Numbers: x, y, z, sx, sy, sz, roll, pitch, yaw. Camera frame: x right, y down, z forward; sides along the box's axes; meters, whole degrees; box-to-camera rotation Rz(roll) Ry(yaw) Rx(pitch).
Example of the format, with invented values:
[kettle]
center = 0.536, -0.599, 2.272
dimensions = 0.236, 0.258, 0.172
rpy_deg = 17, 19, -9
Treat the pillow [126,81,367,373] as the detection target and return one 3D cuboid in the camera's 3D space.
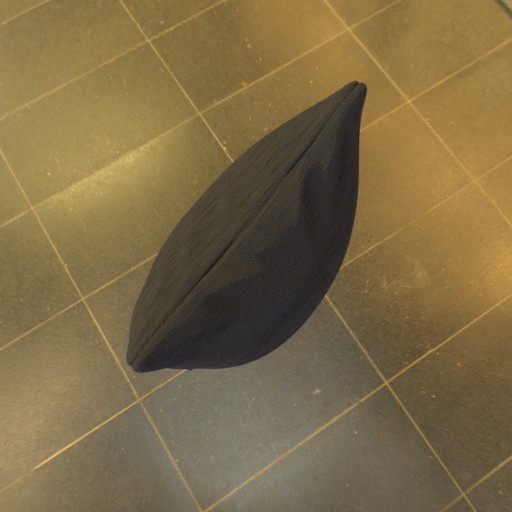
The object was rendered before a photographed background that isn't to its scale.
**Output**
[pillow]
center = 0.000, 0.000, 0.692
dimensions = 0.246, 0.414, 0.432
rpy_deg = 37, 79, 9
